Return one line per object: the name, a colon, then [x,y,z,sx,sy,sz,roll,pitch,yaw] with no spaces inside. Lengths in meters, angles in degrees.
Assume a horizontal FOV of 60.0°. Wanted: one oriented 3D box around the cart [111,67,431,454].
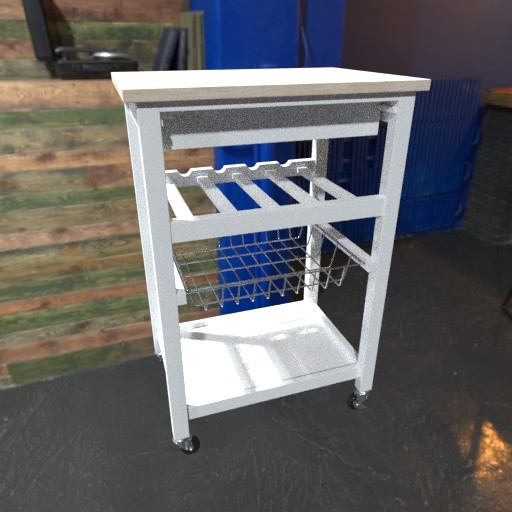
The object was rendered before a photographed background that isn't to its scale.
cart: [0.000,0.000,1.134,0.578,0.857,0.406,-8,27,-17]
